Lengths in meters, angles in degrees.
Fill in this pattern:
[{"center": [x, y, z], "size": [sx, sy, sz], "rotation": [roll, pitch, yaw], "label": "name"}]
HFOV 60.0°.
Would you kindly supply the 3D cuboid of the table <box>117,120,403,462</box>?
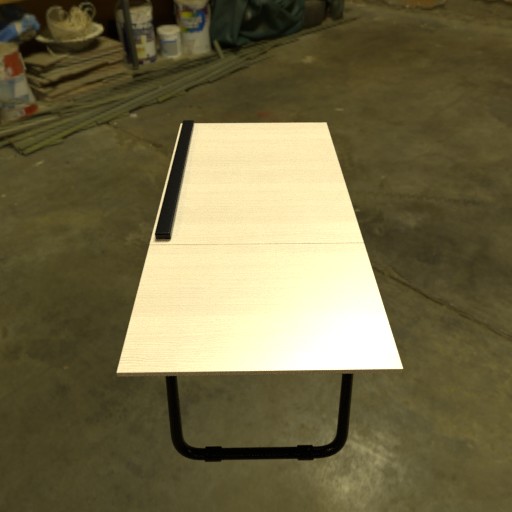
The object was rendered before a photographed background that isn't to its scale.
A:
[{"center": [0.000, 0.000, 0.809], "size": [0.322, 0.242, 0.644], "rotation": [-1, 41, -1], "label": "table"}]
